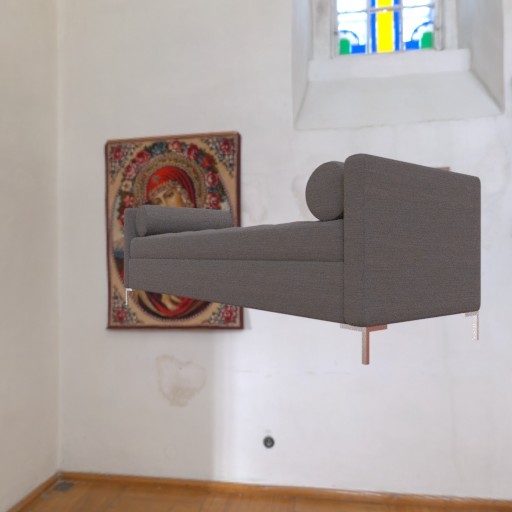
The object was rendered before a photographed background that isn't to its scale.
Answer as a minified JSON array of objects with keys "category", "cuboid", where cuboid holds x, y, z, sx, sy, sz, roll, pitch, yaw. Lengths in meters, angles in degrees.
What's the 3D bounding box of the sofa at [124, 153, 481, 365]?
[{"category":"sofa","cuboid":[0.000,0.000,2.282,0.686,0.635,1.981,0,0,-36]}]
